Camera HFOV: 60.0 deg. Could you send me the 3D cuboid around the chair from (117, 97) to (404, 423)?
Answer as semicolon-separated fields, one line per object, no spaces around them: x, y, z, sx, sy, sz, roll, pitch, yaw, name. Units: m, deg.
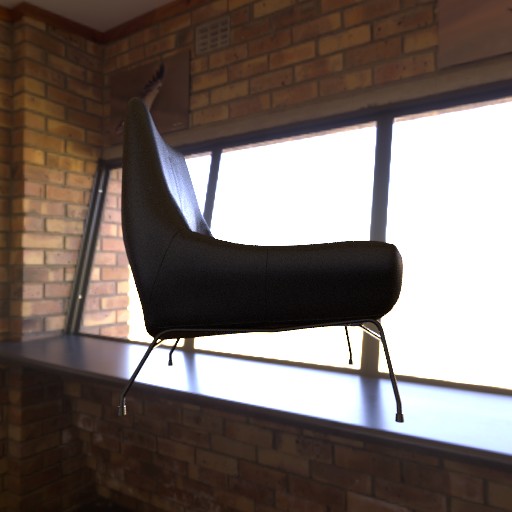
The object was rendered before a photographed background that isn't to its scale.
0.000;0.000;1.588;0.826;0.922;0.836;0;-2;1;chair
